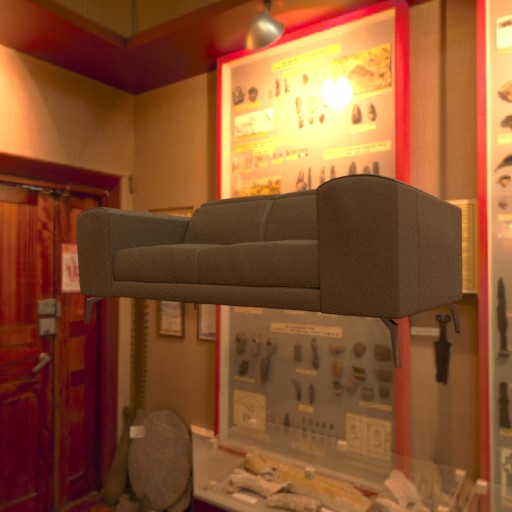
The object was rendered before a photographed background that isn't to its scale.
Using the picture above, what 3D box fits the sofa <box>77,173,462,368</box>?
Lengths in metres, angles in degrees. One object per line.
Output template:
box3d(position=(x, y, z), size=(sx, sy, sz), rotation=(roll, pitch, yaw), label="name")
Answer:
box3d(position=(0.000, 0.000, 2.391), size=(1.895, 0.779, 1.003), rotation=(-1, -1, 36), label="sofa")
